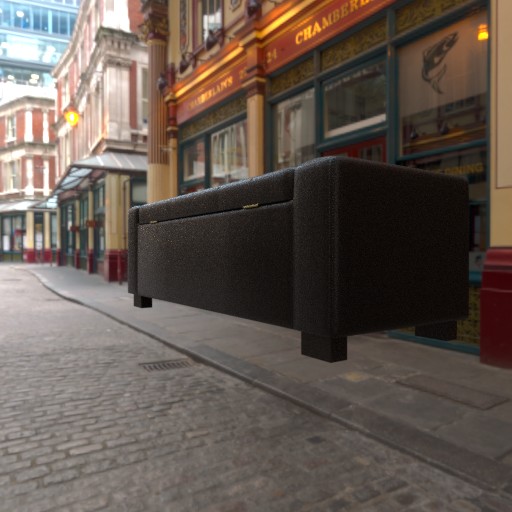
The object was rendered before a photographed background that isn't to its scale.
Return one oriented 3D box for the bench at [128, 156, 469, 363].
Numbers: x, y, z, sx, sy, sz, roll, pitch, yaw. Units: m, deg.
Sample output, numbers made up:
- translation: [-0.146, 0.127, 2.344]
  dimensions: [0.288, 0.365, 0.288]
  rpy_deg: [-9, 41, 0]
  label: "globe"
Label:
- translation: [0.000, 0.000, 1.570]
  dimensions: [0.508, 0.445, 1.296]
  rpy_deg: [0, 0, -34]
  label: "bench"
